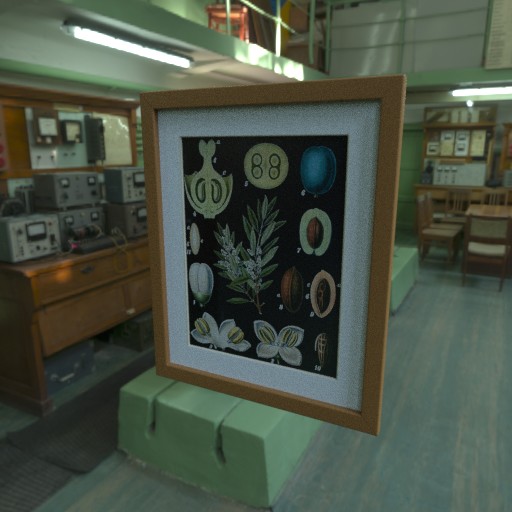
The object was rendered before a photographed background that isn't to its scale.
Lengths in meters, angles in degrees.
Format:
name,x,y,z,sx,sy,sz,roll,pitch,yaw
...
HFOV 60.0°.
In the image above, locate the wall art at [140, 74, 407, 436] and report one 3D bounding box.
name,x,y,z,sx,sy,sz,roll,pitch,yaw
wall art,0.000,0.000,0.757,0.449,0.550,0.021,7,15,26
